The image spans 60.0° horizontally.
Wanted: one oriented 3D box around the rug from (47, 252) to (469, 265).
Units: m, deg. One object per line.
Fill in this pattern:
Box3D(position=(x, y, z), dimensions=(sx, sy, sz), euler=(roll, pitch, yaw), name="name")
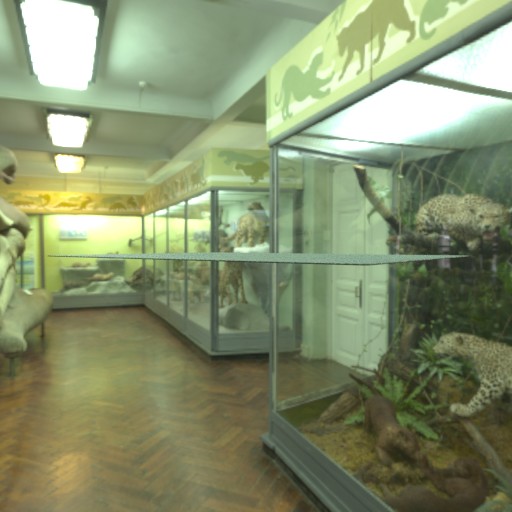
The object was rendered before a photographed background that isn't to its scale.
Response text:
Box3D(position=(0.000, 0.000, 5.126), dimensions=(3.957, 0.011, 2.894), euler=(1, 2, 37), name="rug")
